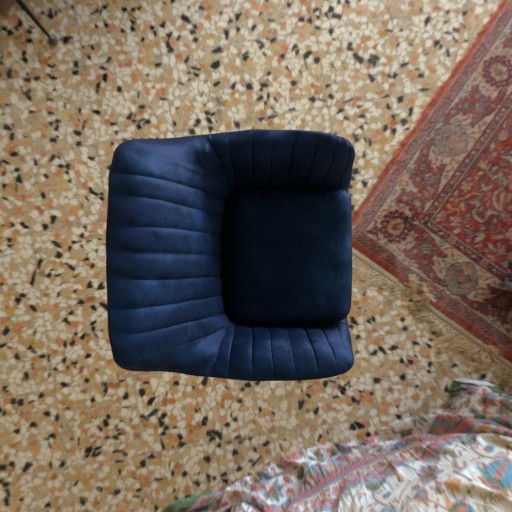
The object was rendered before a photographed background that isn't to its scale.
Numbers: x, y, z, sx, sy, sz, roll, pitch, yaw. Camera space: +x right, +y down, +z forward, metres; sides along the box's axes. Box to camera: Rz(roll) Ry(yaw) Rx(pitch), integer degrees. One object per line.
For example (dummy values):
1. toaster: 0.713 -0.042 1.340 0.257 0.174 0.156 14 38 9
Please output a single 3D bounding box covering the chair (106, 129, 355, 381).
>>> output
1. chair: 0.000 0.000 1.225 0.573 0.826 0.578 0 89 -1
